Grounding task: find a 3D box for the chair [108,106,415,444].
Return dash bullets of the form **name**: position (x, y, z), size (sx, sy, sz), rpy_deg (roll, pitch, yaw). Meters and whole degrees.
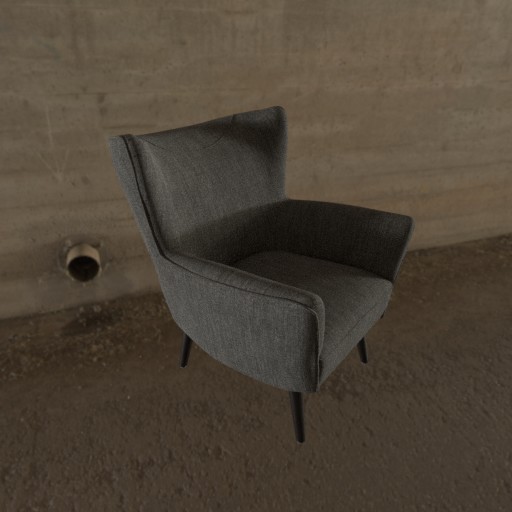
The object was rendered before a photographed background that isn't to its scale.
- **chair**: position (0.000, 0.000, 1.604), size (0.888, 0.933, 0.781), rpy_deg (18, 31, 33)
